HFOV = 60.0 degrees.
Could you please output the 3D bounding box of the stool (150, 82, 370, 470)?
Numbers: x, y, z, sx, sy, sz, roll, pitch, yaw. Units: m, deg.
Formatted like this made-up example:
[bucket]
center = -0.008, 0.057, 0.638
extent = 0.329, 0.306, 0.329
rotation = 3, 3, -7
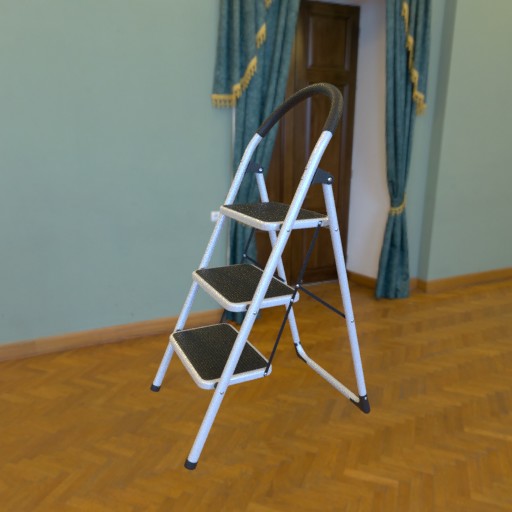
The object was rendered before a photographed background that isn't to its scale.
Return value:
[stool]
center = 0.000, 0.000, 1.488
extent = 0.676, 1.109, 0.485
rotation = -7, 16, -24
